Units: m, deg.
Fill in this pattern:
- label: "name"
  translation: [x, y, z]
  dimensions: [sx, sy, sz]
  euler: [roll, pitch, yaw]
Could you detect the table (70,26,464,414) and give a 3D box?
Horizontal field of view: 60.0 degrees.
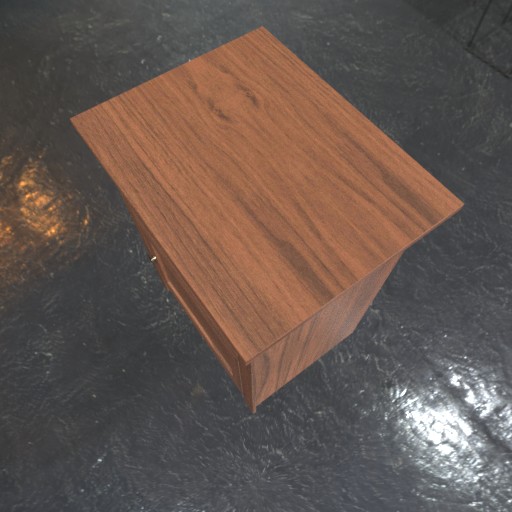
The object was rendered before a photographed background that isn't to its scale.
- label: "table"
  translation: [0.000, 0.000, 0.947]
  dimensions: [0.381, 0.636, 0.480]
  euler: [-33, 67, -16]
